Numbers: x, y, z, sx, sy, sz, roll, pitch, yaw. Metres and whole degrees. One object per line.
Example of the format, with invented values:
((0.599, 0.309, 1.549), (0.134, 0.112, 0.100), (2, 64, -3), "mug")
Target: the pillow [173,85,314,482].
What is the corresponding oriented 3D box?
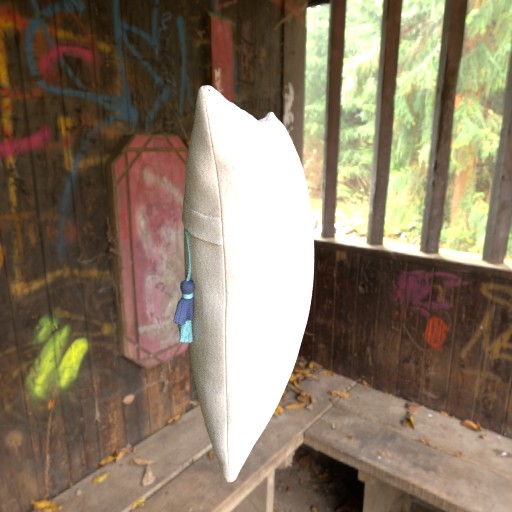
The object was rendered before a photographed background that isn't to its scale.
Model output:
((0.000, 0.000, 0.667), (0.173, 0.436, 0.433), (3, 15, 10), "pillow")
